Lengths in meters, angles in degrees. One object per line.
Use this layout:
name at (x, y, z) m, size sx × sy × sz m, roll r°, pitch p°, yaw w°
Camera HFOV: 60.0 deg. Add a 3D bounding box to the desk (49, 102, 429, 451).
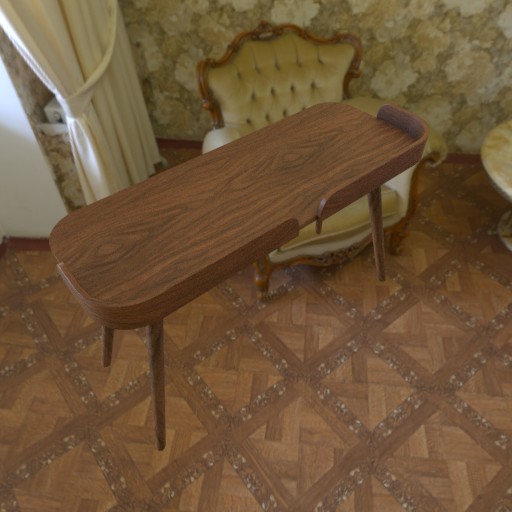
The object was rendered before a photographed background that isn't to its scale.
desk at (0.000, 0.000, 1.639) m, size 1.256 × 0.800 × 0.486 m, roll -31°, pitch 54°, yaw -26°
